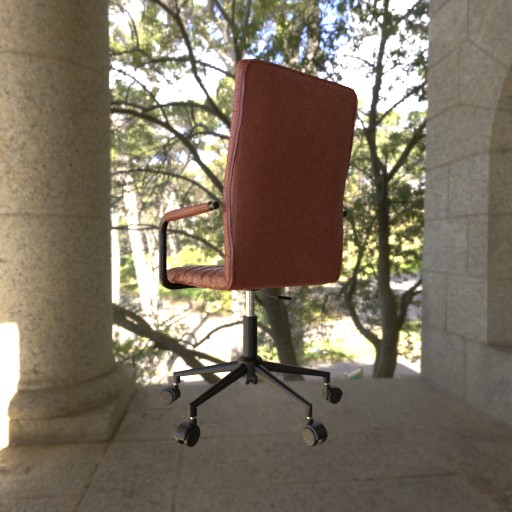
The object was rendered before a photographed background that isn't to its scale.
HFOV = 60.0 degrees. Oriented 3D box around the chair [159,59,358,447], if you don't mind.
[{"bbox_3d":[0.000,0.000,1.363,0.608,0.979,0.580,-1,1,-36],"label":"chair"}]
